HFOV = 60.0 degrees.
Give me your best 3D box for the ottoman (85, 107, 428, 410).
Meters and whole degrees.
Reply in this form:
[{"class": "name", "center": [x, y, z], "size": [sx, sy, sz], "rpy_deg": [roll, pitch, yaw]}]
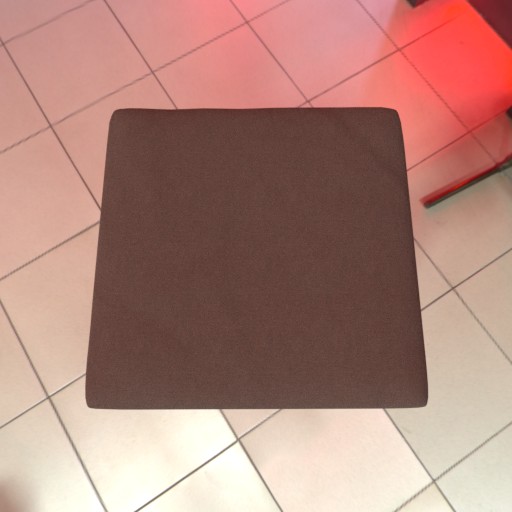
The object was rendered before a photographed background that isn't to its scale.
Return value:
[{"class": "ottoman", "center": [0.000, 0.000, 1.801], "size": [1.181, 0.470, 1.181], "rpy_deg": [0, 75, 0]}]
